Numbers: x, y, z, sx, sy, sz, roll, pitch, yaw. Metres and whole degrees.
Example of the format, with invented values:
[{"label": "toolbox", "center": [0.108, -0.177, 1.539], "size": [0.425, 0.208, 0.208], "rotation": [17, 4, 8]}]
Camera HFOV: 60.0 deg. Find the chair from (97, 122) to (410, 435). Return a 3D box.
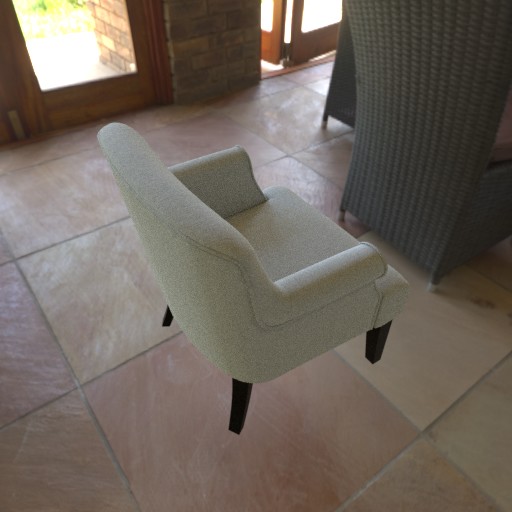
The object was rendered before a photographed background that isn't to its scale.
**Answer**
[{"label": "chair", "center": [0.000, 0.000, 1.461], "size": [0.750, 0.875, 0.781], "rotation": [-24, 46, -24]}]
